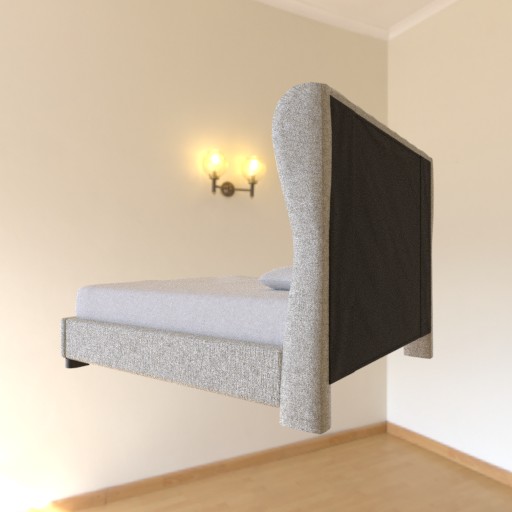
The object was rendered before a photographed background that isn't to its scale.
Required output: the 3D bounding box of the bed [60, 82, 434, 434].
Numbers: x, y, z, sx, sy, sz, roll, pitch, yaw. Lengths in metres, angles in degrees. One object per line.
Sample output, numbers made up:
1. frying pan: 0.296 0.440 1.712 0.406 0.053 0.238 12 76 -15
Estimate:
1. bed: 0.000 0.000 3.726 2.347 1.771 2.219 0 0 36
